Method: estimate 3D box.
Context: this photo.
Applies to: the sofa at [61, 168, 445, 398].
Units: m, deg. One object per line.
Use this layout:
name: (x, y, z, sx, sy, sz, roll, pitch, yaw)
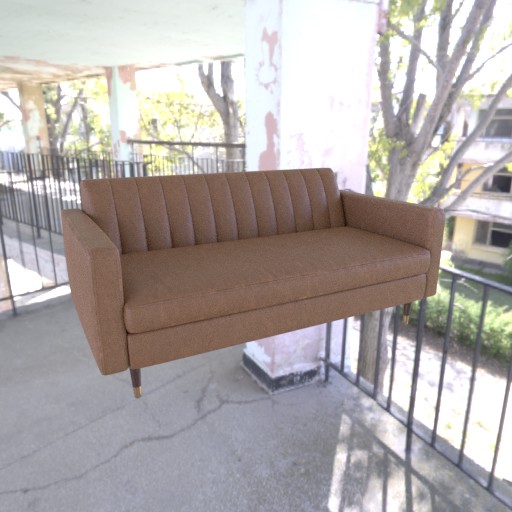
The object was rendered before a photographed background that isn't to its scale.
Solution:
sofa: (0.000, 0.000, 2.399, 1.847, 0.821, 0.993, -8, 18, -27)
